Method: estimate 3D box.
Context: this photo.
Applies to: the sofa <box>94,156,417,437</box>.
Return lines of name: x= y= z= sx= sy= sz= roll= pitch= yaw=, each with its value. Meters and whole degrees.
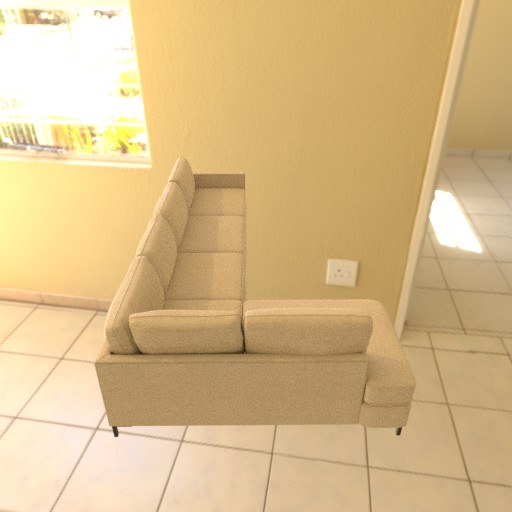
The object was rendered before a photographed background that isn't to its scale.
sofa: x=0.000 y=0.000 z=4.276 sx=2.048 sy=0.996 sz=3.384 roll=0 pitch=31 yaw=0
